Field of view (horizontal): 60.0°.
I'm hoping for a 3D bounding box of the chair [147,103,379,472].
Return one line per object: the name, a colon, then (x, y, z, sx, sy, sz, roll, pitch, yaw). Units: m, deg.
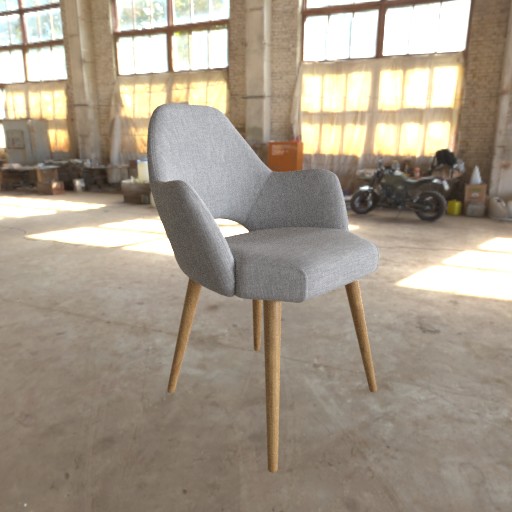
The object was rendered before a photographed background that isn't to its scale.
chair: (0.000, 0.000, 1.254, 0.610, 0.840, 0.590, 14, 20, 42)
